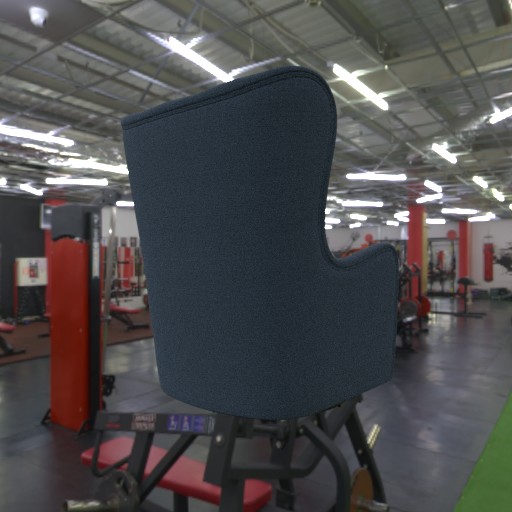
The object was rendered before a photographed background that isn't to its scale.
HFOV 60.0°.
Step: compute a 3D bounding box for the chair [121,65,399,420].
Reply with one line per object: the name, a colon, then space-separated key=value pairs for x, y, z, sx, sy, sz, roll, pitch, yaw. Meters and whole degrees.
chair: x=0.000 y=0.000 z=1.717 sx=0.831 sy=1.079 sz=0.930 roll=-1 pitch=-1 yaw=38
